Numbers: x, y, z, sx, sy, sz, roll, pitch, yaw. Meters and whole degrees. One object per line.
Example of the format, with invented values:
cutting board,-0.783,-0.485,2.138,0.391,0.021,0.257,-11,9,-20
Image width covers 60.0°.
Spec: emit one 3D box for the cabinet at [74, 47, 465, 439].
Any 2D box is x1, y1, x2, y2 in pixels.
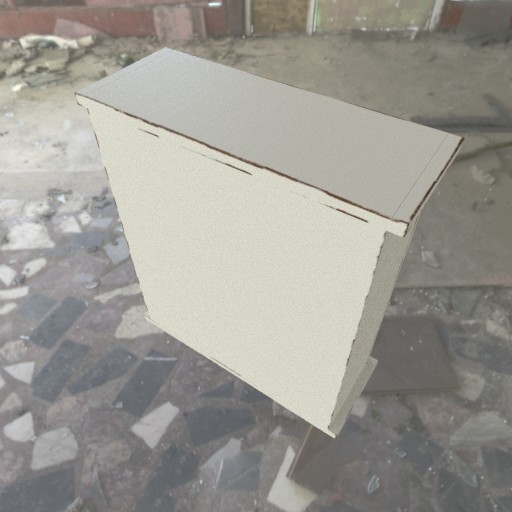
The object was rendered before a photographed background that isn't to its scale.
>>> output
cabinet,0.000,0.000,0.863,0.541,0.603,0.210,26,52,23
